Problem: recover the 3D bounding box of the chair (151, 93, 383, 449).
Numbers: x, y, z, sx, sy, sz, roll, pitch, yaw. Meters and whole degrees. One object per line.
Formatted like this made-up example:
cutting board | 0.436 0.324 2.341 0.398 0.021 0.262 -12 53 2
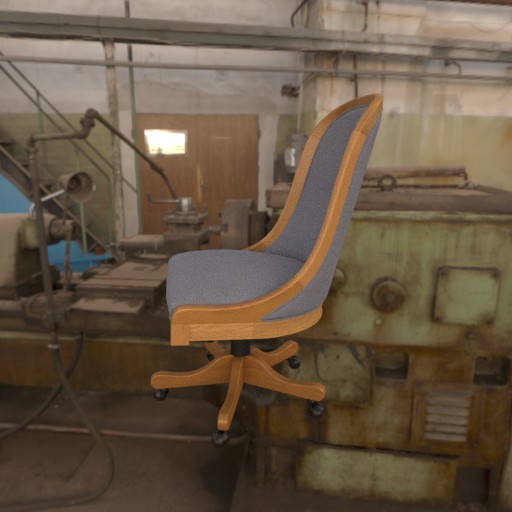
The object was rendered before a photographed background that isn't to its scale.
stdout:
chair | 0.000 0.000 1.488 0.735 1.031 0.605 -2 14 -10
